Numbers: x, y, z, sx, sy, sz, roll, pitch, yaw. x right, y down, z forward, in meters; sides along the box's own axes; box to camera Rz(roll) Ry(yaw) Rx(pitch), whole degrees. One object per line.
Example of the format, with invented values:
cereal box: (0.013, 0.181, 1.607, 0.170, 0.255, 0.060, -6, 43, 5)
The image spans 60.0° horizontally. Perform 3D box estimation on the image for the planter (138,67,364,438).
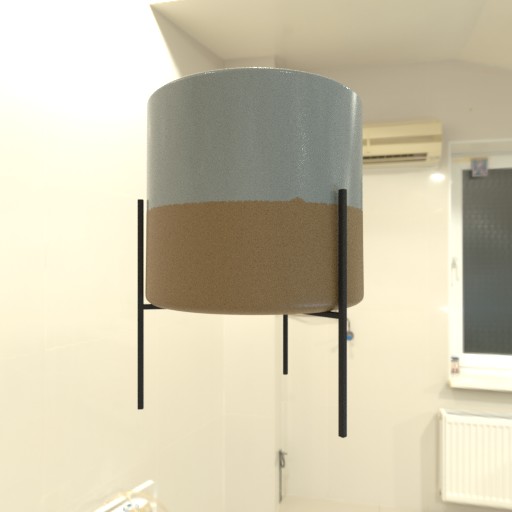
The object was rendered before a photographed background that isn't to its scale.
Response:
planter: (0.000, 0.000, 0.734, 0.348, 0.480, 0.360, 0, 0, 20)
